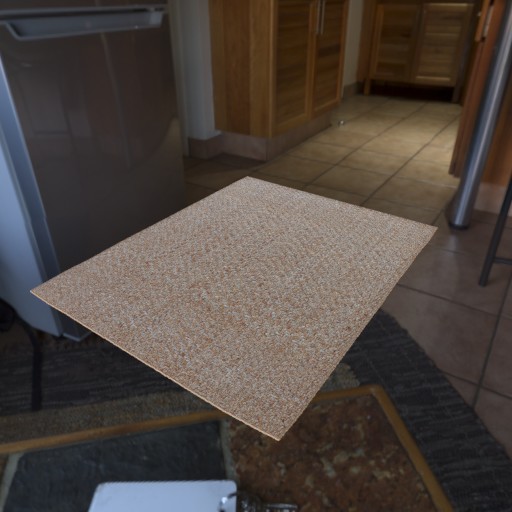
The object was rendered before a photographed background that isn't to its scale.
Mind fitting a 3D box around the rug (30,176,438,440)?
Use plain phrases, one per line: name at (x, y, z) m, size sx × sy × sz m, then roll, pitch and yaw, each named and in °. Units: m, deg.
rug at (0.000, 0.000, 4.068) m, size 2.439 × 0.013 × 3.048 m, roll 20°, pitch 37°, yaw 29°
